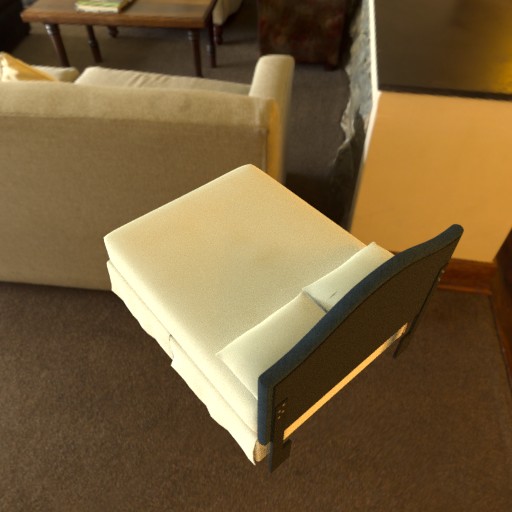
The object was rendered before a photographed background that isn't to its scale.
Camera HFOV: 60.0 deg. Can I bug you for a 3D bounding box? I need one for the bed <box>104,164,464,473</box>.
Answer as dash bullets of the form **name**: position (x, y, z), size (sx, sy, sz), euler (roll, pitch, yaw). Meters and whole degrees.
- **bed**: position (0.000, 0.000, 3.354), size (1.713, 1.518, 2.153), euler (-32, 55, -26)
